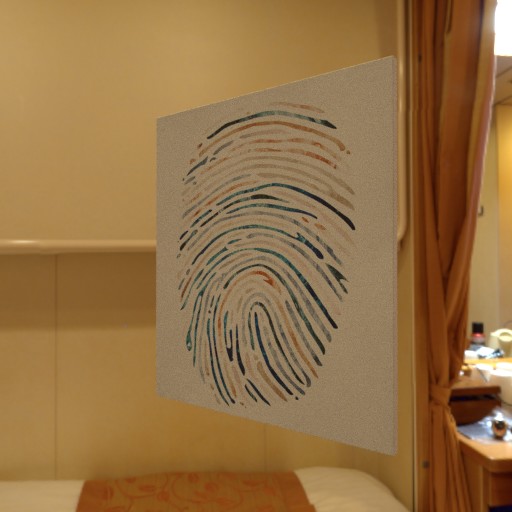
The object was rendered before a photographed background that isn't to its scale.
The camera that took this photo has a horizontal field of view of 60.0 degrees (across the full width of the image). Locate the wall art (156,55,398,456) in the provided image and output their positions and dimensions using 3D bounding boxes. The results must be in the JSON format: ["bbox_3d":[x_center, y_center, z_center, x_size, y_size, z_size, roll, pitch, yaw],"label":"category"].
[{"bbox_3d":[0.000,0.000,0.968,0.609,0.710,0.021,0,-1,35],"label":"wall art"}]
